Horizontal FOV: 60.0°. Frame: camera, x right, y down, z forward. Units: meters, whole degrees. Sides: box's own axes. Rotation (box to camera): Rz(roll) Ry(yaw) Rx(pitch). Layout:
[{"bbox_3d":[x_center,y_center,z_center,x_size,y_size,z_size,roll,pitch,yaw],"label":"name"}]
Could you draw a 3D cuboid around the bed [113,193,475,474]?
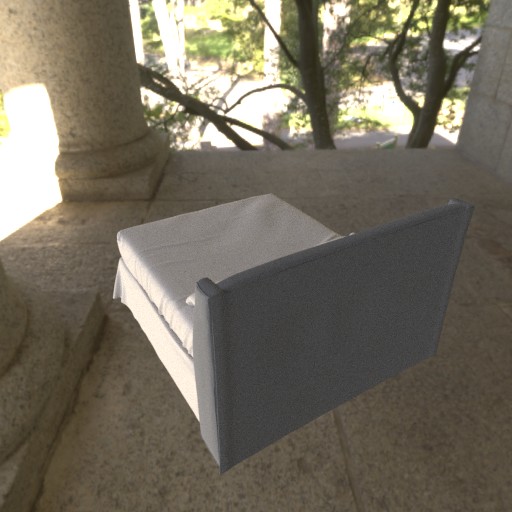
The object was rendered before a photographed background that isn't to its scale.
[{"bbox_3d":[0.000,0.000,3.530,1.925,1.332,2.276,-17,35,-27],"label":"bed"}]
